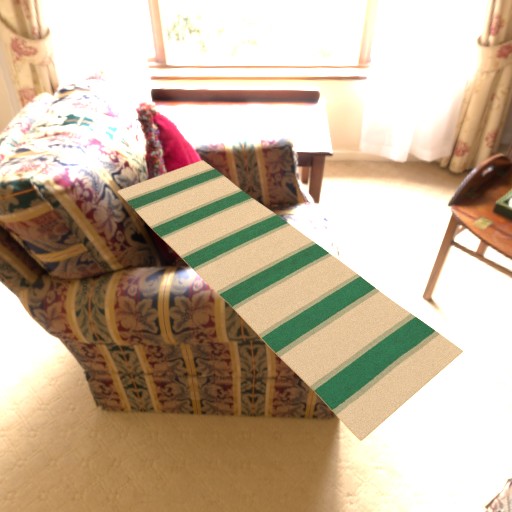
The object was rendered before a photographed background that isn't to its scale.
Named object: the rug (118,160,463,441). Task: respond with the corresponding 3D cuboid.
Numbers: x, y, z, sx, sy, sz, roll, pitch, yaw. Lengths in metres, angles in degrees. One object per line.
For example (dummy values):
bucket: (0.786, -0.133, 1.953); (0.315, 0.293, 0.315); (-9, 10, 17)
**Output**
rug: (0.000, 0.000, 2.787); (0.768, 0.012, 2.438); (-27, 48, -27)
